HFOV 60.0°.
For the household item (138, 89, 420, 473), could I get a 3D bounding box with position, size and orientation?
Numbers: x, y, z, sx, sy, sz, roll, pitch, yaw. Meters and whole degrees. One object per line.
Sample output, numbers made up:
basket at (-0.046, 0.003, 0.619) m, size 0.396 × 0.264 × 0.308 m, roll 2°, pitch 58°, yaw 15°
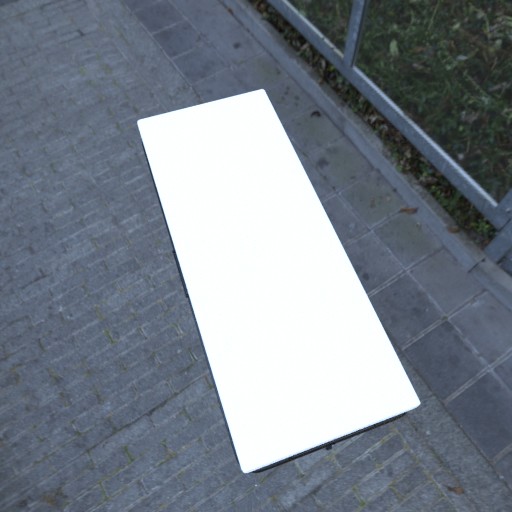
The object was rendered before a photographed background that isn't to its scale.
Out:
household item at (0.000, 0.000, 2.250) m, size 0.787 × 0.356 × 1.905 m, roll -17°, pitch 64°, yaw -9°
